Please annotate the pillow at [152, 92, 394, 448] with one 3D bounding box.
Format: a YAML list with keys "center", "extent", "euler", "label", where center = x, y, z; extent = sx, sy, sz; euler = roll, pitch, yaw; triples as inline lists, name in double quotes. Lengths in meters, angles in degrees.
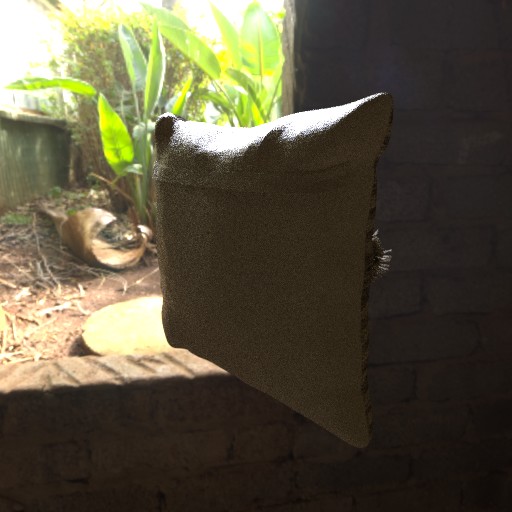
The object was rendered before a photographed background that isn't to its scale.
- center: [0.000, 0.000, 0.755]
  extent: [0.234, 0.490, 0.484]
  euler: [-14, 20, -43]
  label: "pillow"
